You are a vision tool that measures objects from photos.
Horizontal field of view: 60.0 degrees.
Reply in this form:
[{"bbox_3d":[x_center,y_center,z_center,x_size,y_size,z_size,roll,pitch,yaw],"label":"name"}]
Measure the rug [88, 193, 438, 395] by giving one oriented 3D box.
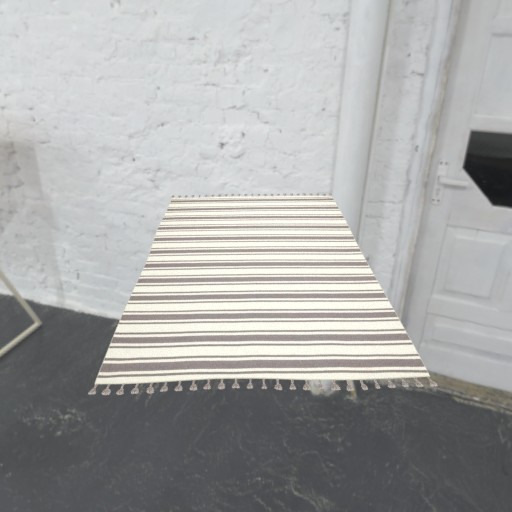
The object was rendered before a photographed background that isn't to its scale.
[{"bbox_3d":[0.000,0.000,2.476,1.229,0.011,2.096,-1,27,-2],"label":"rug"}]
